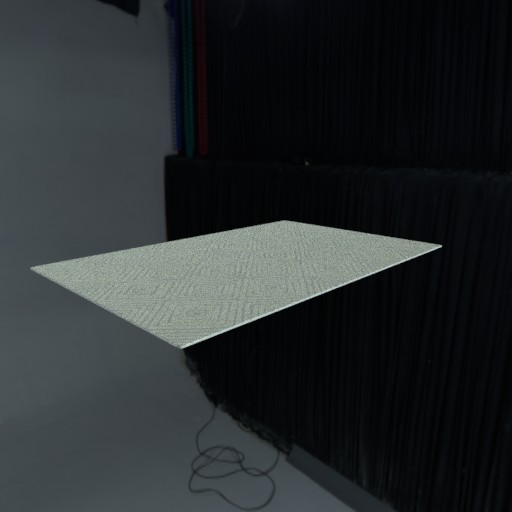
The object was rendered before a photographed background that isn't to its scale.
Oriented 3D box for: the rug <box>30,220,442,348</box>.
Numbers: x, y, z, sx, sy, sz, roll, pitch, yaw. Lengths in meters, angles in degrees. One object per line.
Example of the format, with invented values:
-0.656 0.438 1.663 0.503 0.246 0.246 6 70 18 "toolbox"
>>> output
0.000 0.000 2.220 1.143 0.008 1.753 14 20 43 "rug"
